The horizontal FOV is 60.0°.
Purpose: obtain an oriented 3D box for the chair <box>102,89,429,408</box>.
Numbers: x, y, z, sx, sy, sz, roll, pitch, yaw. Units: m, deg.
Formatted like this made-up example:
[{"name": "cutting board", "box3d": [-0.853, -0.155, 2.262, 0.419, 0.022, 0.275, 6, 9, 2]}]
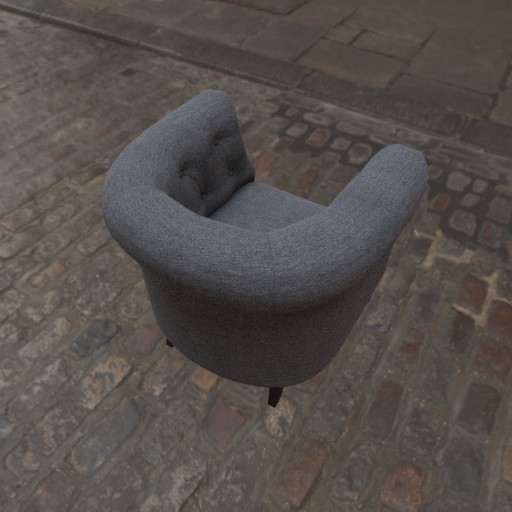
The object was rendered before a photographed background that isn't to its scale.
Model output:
[{"name": "chair", "box3d": [0.000, 0.000, 1.586, 0.905, 0.827, 0.852, 24, 51, 22]}]
